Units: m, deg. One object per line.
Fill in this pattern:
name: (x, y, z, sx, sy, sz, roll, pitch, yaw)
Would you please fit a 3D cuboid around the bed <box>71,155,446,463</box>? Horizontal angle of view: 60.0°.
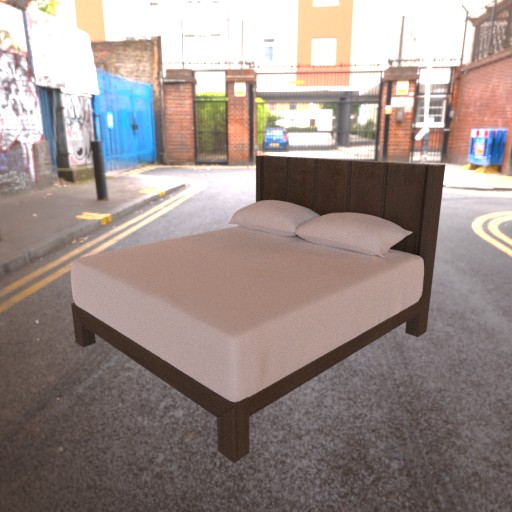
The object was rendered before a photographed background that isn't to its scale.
bed: (0.000, 0.000, 3.146, 1.992, 1.261, 1.735, -15, 22, -43)
